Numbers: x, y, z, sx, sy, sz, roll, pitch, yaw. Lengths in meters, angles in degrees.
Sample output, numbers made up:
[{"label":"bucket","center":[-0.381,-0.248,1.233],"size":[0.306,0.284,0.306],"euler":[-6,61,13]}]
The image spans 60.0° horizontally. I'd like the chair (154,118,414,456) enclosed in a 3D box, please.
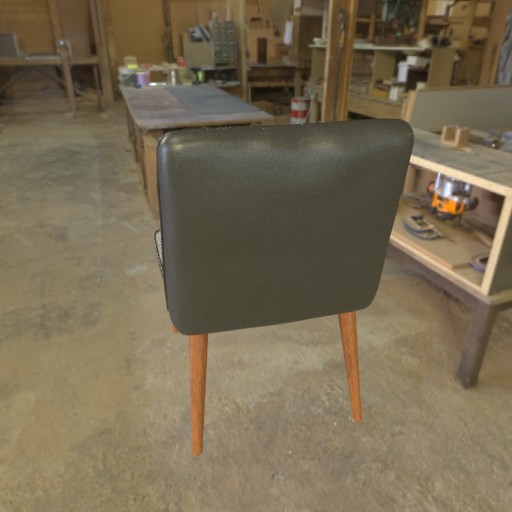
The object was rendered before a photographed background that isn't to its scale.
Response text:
[{"label":"chair","center":[0.000,0.000,1.208],"size":[0.543,0.801,0.645],"euler":[-9,29,-17]}]
